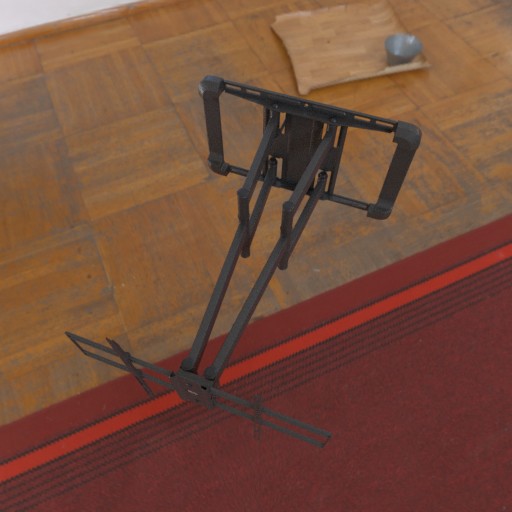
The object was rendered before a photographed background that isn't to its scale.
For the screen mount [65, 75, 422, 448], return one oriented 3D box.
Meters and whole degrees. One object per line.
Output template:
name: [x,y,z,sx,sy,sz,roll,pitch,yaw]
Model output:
screen mount: [0.000,0.000,1.346,0.725,0.483,0.905,18,59,11]
